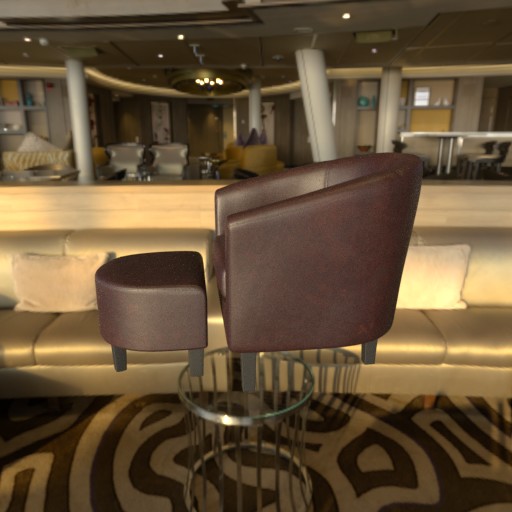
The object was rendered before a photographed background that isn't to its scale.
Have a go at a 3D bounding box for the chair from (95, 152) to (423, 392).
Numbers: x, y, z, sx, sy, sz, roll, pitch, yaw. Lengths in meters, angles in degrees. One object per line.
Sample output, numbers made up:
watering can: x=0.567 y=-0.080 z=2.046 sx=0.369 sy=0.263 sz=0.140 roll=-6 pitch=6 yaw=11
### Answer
chair: x=0.000 y=0.000 z=1.679 sx=1.176 sy=0.755 sz=0.737 roll=-2 pitch=15 yaw=-8
